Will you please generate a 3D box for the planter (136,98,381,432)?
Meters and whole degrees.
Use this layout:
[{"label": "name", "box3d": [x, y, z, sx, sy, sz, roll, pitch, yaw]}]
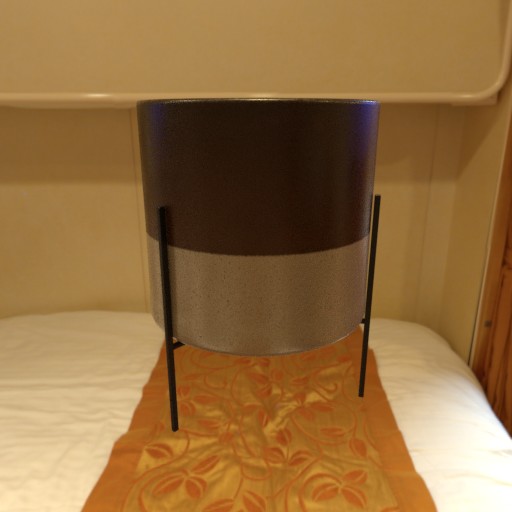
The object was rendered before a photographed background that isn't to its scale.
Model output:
[{"label": "planter", "box3d": [0.000, 0.000, 0.706, 0.345, 0.465, 0.354, 17, 24, 42]}]
